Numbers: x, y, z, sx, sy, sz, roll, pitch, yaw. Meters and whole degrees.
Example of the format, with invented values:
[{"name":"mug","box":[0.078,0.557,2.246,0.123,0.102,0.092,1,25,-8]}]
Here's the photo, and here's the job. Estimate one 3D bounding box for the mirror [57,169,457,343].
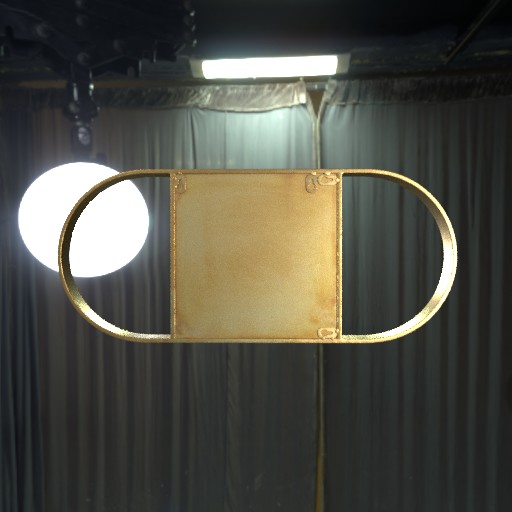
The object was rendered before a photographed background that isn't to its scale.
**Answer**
[{"name":"mirror","box":[0.000,0.000,0.662,0.584,0.254,0.032,0,0,1]}]
